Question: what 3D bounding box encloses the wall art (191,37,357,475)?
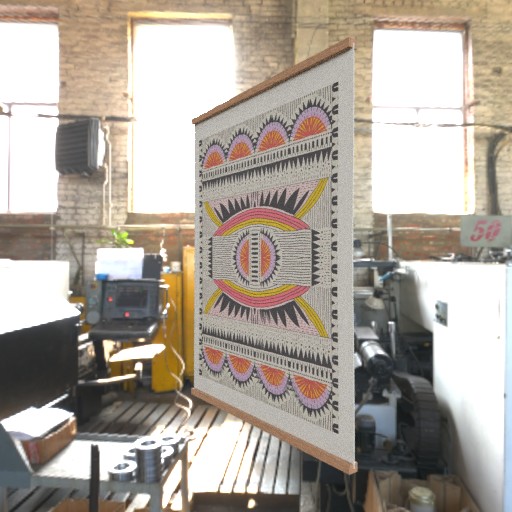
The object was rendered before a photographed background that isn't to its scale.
[{"bbox_3d":[0.000,0.000,1.340,0.028,1.016,0.765,0,0,-37],"label":"wall art"}]
